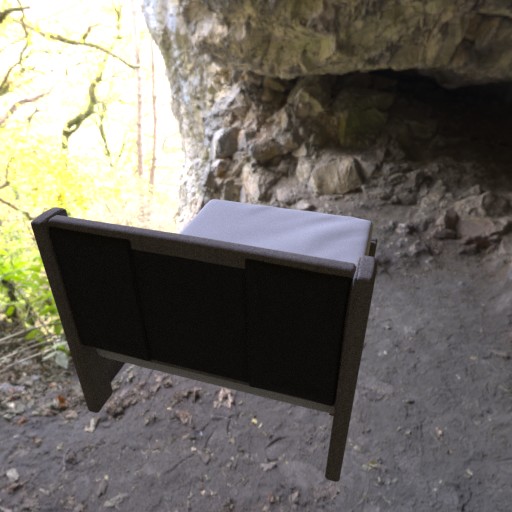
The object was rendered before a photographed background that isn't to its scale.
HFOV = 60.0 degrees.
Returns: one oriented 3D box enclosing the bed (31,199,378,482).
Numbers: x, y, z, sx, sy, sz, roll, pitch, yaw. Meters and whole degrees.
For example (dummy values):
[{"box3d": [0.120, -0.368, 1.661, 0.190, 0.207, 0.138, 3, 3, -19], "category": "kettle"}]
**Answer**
[{"box3d": [0.000, 0.000, 3.315, 1.714, 1.476, 2.245, 10, 34, 14], "category": "bed"}]
